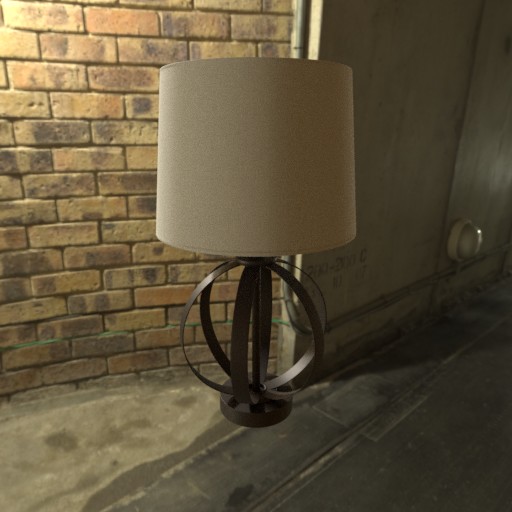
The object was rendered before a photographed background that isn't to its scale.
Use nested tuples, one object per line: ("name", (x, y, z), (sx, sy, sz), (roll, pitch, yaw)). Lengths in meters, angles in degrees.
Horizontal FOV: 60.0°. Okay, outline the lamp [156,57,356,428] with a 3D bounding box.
("lamp", (0.000, 0.000, 0.661), (0.286, 0.510, 0.286), (0, 16, 0))
